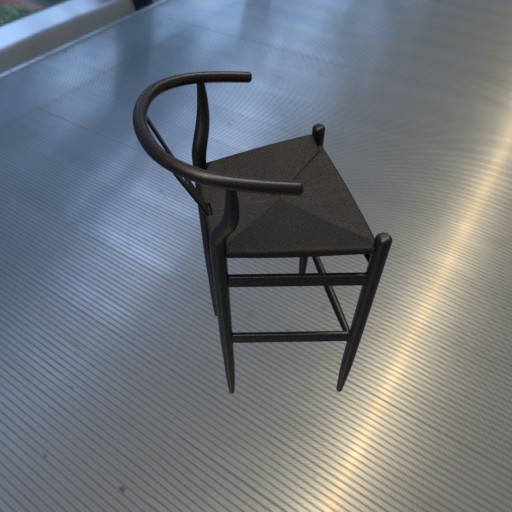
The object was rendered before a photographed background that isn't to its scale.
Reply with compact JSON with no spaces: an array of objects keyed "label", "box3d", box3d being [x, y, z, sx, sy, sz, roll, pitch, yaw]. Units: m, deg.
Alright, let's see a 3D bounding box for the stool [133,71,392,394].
[{"label":"stool","box3d":[0.000,0.000,1.441,0.579,1.072,0.569,-9,48,-8]}]
